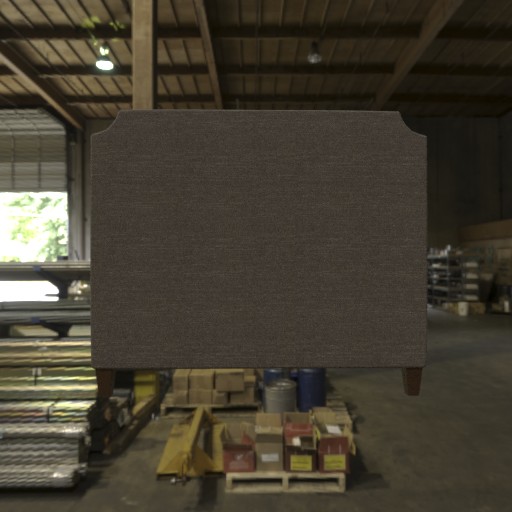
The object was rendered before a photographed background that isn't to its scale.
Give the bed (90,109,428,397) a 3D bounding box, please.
[{"bbox_3d":[0.000,0.000,3.424,1.713,1.457,2.381,0,-1,-1],"label":"bed"}]
